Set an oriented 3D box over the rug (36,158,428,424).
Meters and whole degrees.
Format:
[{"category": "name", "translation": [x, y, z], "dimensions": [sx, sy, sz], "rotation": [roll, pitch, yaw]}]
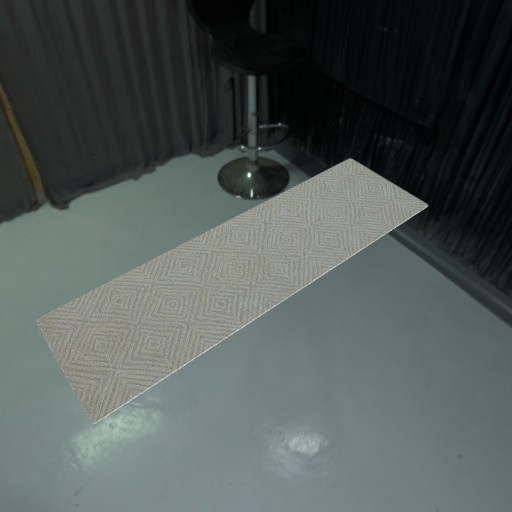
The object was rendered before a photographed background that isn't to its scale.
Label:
[{"category": "rug", "translation": [0.000, 0.000, 2.517], "dimensions": [2.277, 0.008, 0.676], "rotation": [-30, 53, -26]}]
